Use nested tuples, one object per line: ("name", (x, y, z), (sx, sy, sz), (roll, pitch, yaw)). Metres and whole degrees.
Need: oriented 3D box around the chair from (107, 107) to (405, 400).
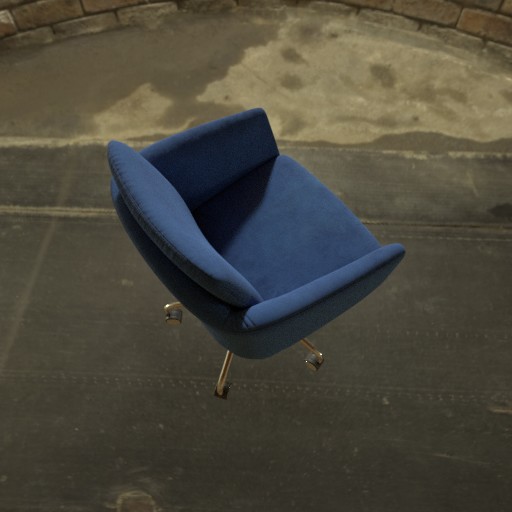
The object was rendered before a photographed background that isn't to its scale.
("chair", (0.000, 0.000, 1.350), (0.635, 0.908, 0.641), (-32, 64, -18))
